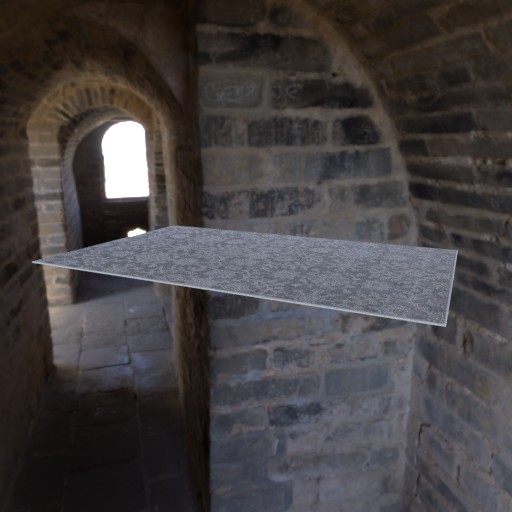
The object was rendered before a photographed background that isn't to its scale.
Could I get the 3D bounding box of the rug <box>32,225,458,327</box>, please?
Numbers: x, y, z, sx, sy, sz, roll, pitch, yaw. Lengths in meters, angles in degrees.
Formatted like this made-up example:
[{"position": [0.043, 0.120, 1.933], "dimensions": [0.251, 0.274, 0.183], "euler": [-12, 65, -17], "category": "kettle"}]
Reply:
[{"position": [0.000, 0.000, 2.971], "dimensions": [2.430, 0.010, 1.515], "euler": [6, 15, 25], "category": "rug"}]
